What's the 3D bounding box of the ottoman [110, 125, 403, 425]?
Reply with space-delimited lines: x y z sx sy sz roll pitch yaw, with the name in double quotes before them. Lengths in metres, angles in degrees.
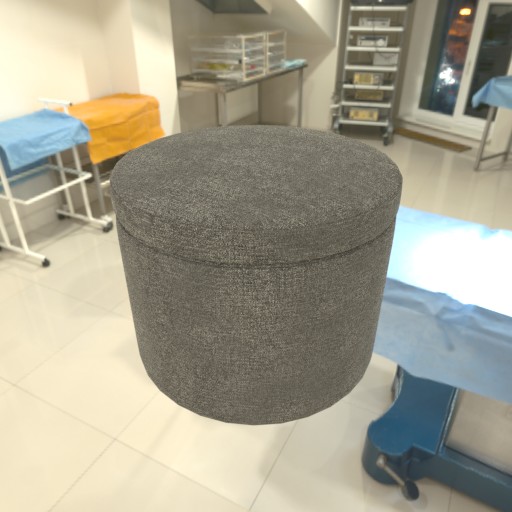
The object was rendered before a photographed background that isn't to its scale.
"ottoman" 0.000 0.000 0.874 0.500 0.419 0.500 0 31 0
